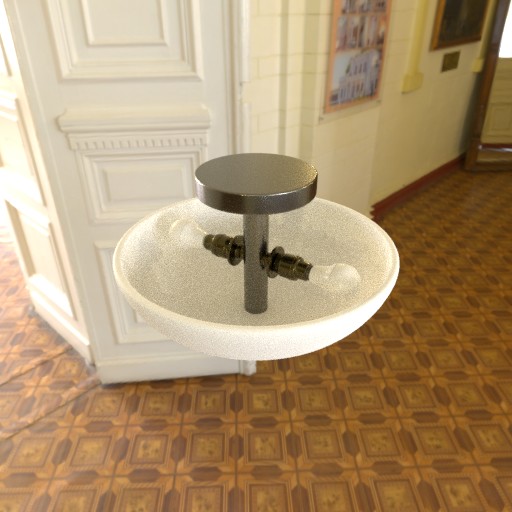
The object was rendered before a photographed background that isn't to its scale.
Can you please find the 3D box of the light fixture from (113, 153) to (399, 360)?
[{"bbox_3d":[0.000,0.000,0.537,0.330,0.214,0.330,0,30,0],"label":"light fixture"}]
